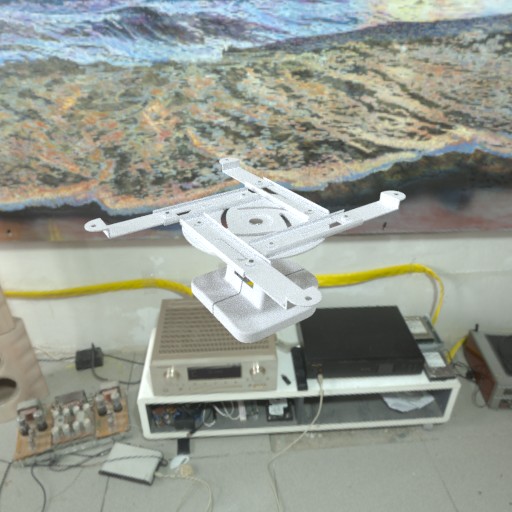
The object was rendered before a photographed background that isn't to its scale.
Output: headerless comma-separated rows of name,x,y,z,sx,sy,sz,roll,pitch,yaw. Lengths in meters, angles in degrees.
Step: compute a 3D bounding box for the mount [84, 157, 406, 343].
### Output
mount,0.000,0.000,0.605,0.394,0.141,0.394,-19,36,-29
